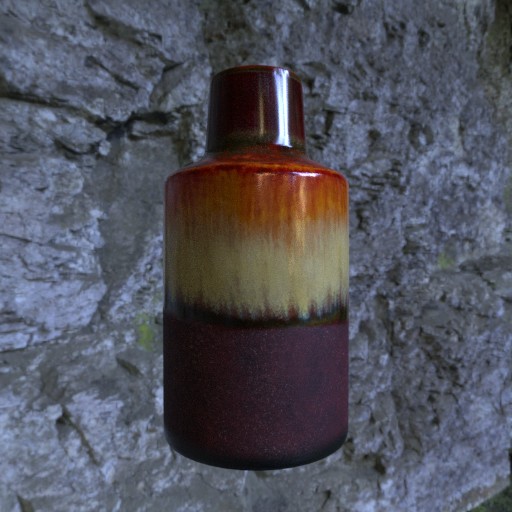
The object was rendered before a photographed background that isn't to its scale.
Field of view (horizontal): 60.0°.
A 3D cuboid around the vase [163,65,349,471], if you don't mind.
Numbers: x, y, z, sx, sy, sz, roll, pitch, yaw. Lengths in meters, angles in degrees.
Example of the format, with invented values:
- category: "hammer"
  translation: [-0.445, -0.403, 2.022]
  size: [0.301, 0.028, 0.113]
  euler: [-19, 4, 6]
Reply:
- category: "vase"
  translation: [0.000, 0.000, 0.262]
  size: [0.108, 0.204, 0.108]
  euler: [0, 1, 0]
